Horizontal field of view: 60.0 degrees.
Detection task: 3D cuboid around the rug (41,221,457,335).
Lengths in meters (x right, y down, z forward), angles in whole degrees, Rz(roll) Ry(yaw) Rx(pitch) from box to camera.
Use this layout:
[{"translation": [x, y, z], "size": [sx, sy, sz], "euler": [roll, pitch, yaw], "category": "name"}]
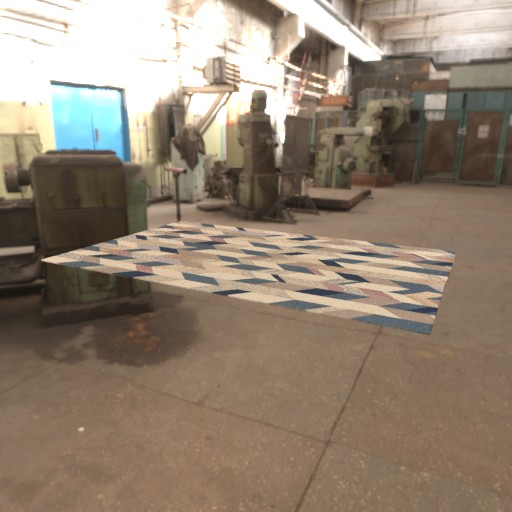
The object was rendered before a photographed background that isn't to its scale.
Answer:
[{"translation": [0.000, 0.000, 3.026], "size": [2.423, 0.008, 1.513], "euler": [8, 17, 27], "category": "rug"}]
